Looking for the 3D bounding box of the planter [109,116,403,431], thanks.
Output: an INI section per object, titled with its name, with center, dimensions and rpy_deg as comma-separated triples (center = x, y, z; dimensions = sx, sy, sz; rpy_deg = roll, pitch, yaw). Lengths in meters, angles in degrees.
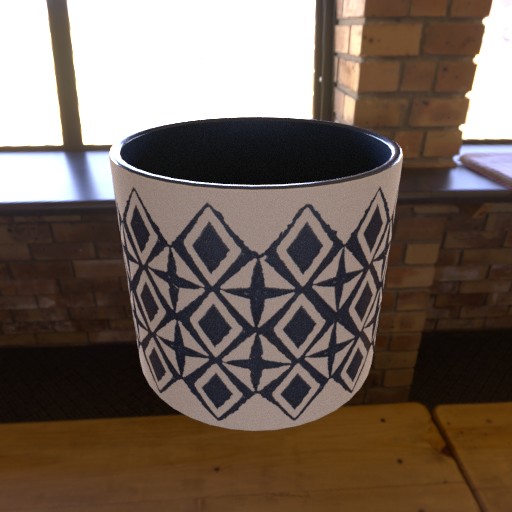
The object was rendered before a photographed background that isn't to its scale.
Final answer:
[planter]
center = 0.000, 0.000, 0.321
dimensions = 0.182, 0.165, 0.182
rpy_deg = 0, 27, 0
